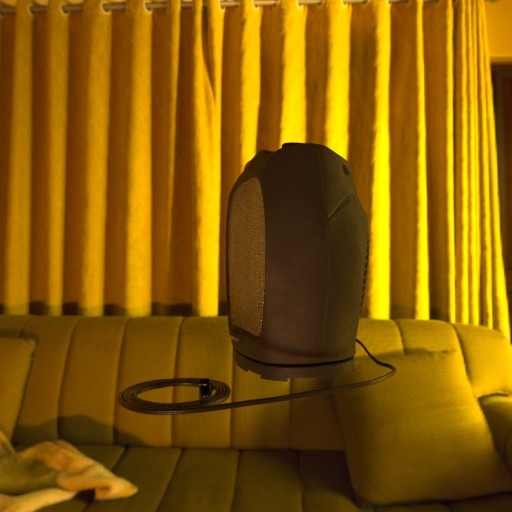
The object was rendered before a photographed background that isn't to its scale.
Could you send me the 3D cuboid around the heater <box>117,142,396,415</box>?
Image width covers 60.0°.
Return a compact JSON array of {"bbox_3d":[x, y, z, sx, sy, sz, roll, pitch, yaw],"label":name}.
[{"bbox_3d":[0.000,0.000,0.487,0.291,0.255,0.239,0,-1,-18],"label":"heater"}]
